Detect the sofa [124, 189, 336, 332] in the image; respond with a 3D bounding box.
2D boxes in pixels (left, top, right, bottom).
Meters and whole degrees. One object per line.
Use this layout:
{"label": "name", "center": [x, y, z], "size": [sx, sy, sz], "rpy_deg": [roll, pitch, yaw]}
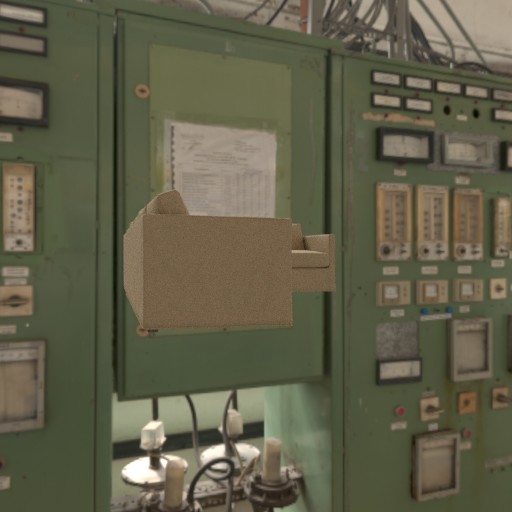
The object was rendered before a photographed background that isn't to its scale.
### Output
{"label": "sofa", "center": [0.000, 0.000, 4.393], "size": [2.432, 0.871, 3.182], "rpy_deg": [0, 0, -19]}
